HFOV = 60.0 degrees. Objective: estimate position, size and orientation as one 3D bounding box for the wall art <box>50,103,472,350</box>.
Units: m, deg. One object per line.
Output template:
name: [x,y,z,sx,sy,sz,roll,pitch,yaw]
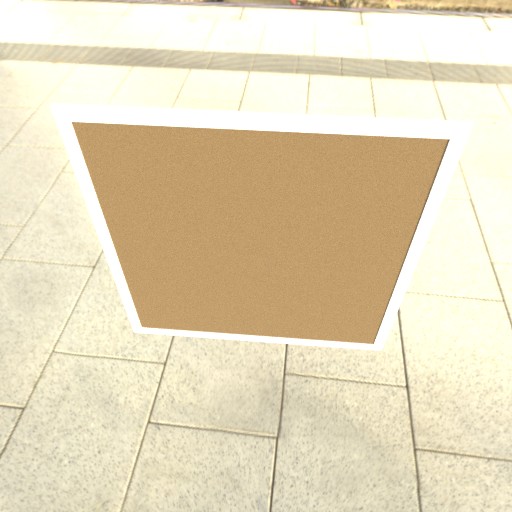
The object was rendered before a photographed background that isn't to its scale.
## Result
wall art: [0.000,0.000,1.155,0.812,0.812,0.015,4,48,3]
